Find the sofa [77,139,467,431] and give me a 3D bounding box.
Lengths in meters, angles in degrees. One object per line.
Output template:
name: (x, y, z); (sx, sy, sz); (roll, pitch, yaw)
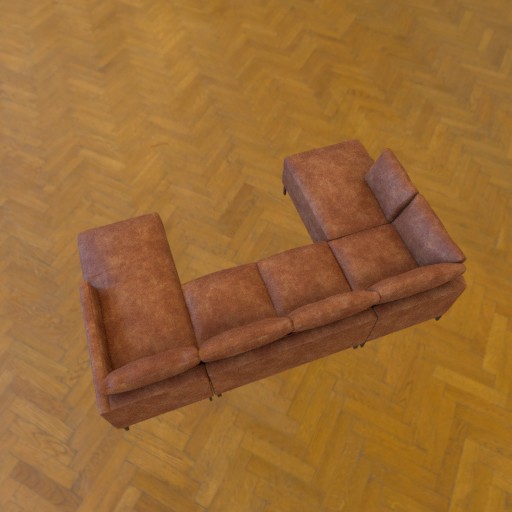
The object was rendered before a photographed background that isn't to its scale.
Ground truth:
sofa: (0.000, 0.000, 3.900); (2.956, 0.900, 1.939); (-17, 59, -10)
